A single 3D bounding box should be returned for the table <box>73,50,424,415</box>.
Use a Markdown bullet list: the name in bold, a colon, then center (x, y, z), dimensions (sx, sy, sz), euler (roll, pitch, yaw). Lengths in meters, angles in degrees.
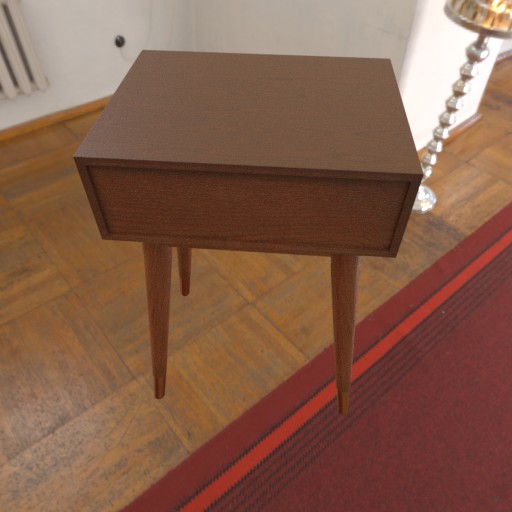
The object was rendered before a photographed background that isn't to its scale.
- **table**: center (0.000, 0.000, 0.800), dimensions (0.406, 0.599, 0.300), euler (4, 47, 3)
